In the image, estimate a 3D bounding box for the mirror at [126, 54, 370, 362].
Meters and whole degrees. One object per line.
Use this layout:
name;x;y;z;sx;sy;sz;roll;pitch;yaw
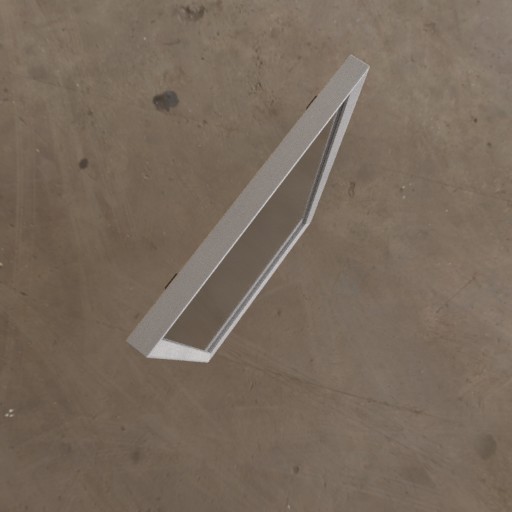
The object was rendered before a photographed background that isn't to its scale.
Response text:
mirror;0.000;0.000;0.937;0.039;0.710;0.507;35;79;8
